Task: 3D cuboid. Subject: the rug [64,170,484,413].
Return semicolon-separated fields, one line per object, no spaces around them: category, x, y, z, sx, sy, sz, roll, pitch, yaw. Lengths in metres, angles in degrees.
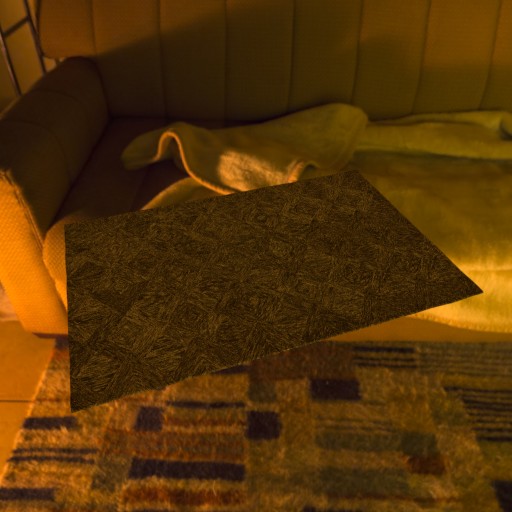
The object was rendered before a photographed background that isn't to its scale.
rug;0.000;0.000;2.221;1.808;0.011;1.189;-13;42;-15
